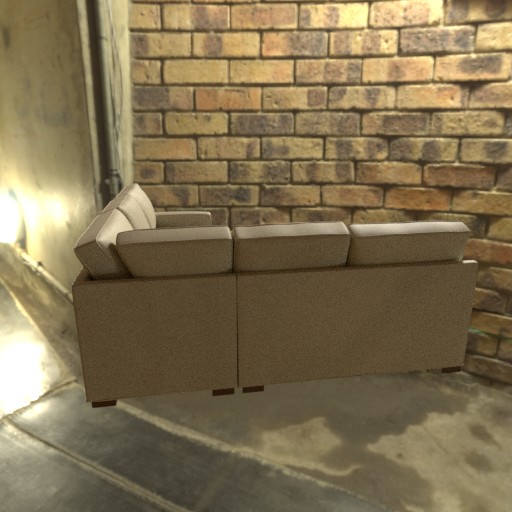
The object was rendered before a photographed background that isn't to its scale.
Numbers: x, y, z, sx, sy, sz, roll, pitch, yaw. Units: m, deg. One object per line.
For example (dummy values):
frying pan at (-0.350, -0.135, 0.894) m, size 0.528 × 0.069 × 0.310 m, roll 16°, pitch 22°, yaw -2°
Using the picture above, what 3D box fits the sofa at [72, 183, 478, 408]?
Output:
sofa at (0.000, 0.000, 3.395) m, size 2.182 × 0.939 × 2.189 m, roll -3°, pitch 17°, yaw -9°
